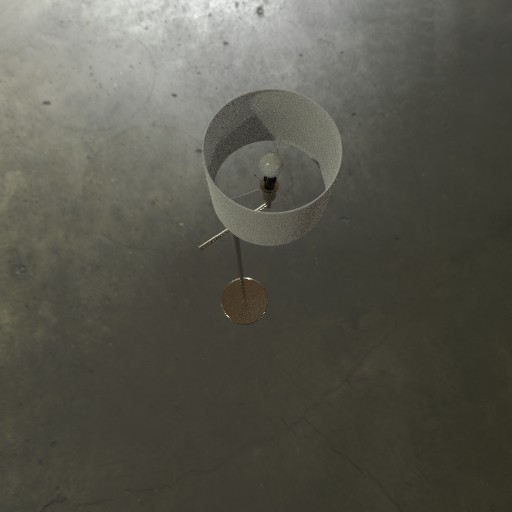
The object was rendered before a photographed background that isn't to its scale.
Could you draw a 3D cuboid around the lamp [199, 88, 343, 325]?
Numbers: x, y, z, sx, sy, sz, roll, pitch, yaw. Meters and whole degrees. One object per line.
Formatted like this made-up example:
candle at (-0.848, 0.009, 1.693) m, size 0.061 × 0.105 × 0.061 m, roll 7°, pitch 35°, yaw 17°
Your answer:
lamp at (0.000, 0.000, 1.777) m, size 0.416 × 1.600 × 0.324 m, roll -35°, pitch 77°, yaw -9°
